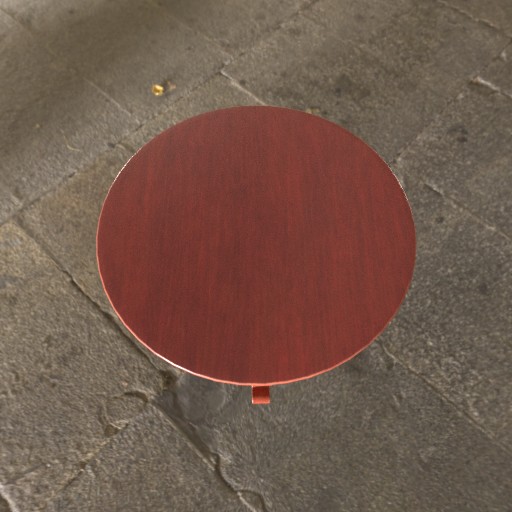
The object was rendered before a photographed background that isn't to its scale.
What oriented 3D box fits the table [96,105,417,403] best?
[{"bbox_3d":[0.000,0.000,1.649,1.029,0.486,1.029,0,63,0],"label":"table"}]
